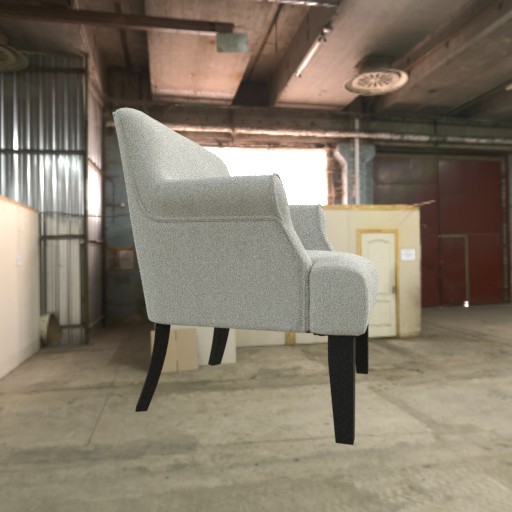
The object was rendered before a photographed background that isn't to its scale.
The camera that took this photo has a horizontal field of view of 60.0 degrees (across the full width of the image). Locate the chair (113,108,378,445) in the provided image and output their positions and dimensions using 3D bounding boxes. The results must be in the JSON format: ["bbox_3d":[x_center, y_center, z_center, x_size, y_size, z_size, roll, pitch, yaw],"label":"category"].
[{"bbox_3d":[0.000,0.000,1.450,0.750,0.875,0.781,0,0,17],"label":"chair"}]
